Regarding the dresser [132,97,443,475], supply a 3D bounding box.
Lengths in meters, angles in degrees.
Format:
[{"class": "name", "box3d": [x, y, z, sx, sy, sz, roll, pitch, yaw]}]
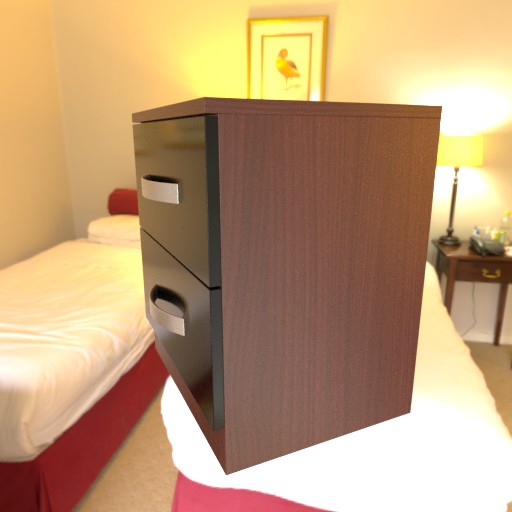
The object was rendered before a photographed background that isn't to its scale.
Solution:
[{"class": "dresser", "box3d": [0.000, 0.000, 0.751, 0.360, 0.470, 0.400, -7, 17, -24]}]
